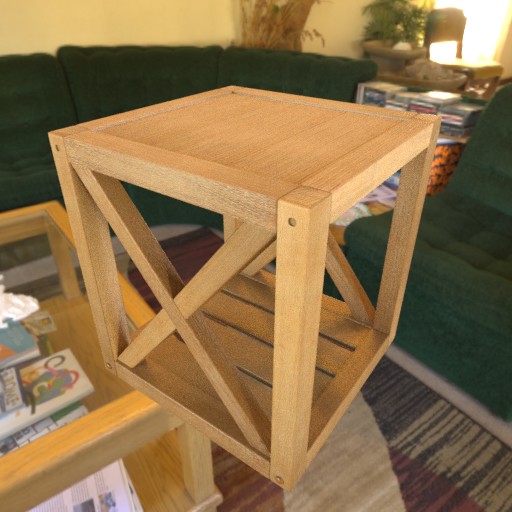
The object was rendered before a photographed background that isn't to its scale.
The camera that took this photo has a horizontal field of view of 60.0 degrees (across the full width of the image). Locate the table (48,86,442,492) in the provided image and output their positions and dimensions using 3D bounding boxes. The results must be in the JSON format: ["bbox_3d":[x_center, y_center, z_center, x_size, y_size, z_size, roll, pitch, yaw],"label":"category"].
[{"bbox_3d":[0.000,0.000,1.027,0.559,0.610,0.558,21,37,30],"label":"table"}]
